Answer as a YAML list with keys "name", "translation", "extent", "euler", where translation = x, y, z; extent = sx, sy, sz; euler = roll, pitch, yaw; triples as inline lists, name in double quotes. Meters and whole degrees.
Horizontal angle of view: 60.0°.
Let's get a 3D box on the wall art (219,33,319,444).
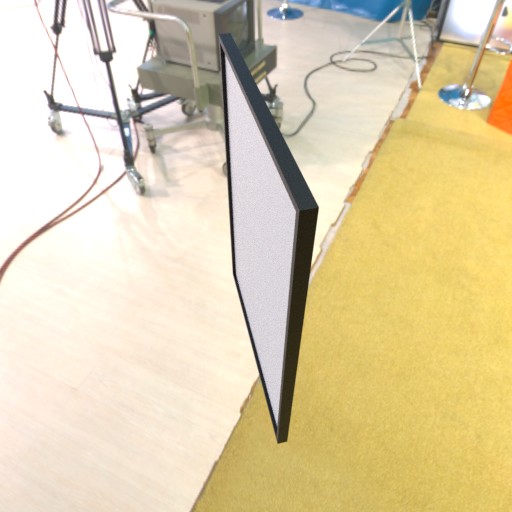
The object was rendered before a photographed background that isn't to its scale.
- name: "wall art"
  translation: [0.000, 0.000, 1.420]
  extent: [0.036, 1.070, 0.802]
  euler: [-10, 48, -9]
